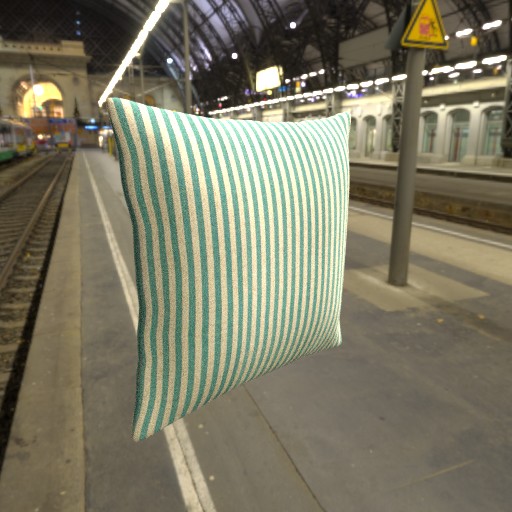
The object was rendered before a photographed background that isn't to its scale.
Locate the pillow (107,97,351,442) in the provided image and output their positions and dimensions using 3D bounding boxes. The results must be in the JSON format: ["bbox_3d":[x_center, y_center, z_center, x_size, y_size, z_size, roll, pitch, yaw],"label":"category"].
[{"bbox_3d":[0.000,0.000,0.793,0.523,0.510,0.166,-13,20,-41],"label":"pillow"}]
